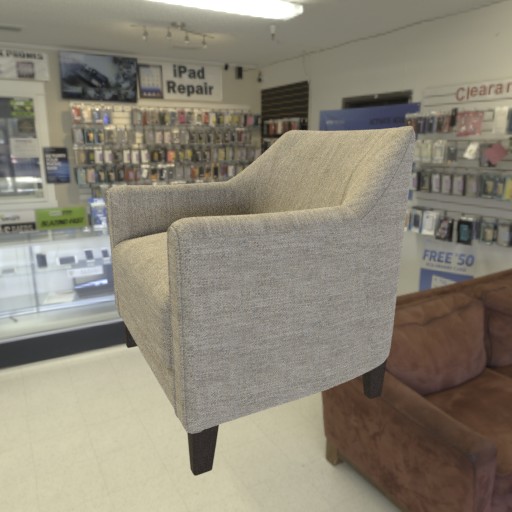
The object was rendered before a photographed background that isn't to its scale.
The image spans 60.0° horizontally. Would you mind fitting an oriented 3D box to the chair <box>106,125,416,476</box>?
[{"bbox_3d":[0.000,0.000,1.361,0.758,0.761,0.796,-7,16,-26],"label":"chair"}]
